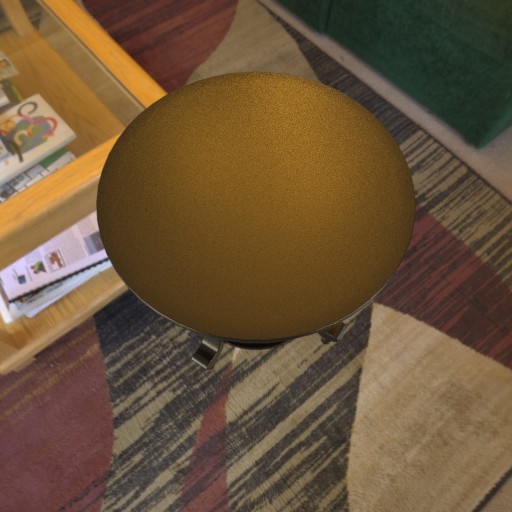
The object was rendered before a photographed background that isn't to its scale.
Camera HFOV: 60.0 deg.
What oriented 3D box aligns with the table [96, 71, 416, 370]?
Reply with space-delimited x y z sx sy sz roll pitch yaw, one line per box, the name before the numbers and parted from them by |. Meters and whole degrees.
table | 0.000 0.000 1.113 0.597 0.618 0.597 0 64 0
